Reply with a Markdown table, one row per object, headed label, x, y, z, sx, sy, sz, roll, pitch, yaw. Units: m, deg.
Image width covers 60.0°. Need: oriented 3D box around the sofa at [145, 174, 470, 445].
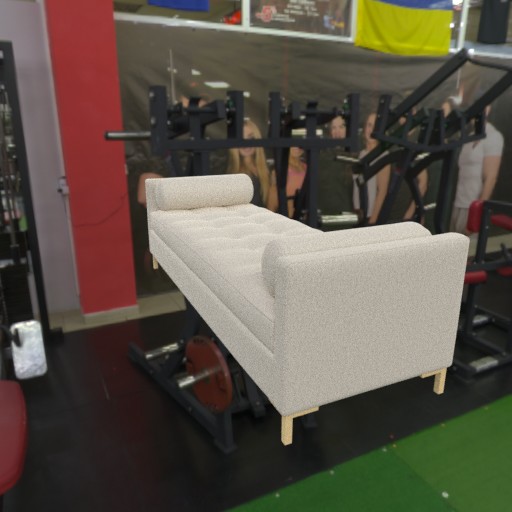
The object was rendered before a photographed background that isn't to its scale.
| label | x | y | z | sx | sy | sz | roll | pitch | yaw |
| --- | --- | --- | --- | --- | --- | --- | --- | --- | --- |
| sofa | 0.000 | 0.000 | 2.316 | 0.746 | 0.641 | 1.985 | -8 | 19 | -23 |
